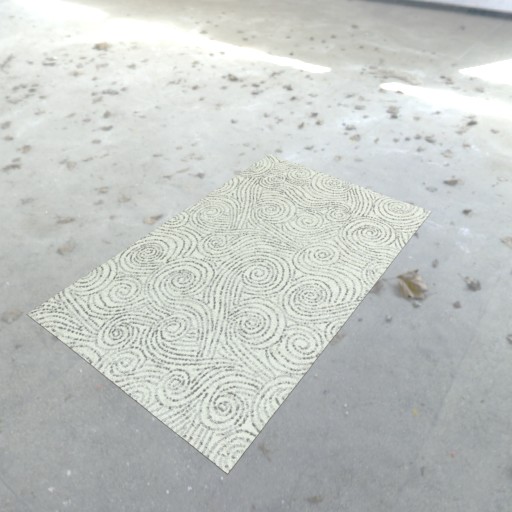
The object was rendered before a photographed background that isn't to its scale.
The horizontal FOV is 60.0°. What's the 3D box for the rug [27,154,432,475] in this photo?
[{"bbox_3d":[0.000,0.000,2.978,1.524,0.005,2.439,26,47,27],"label":"rug"}]
